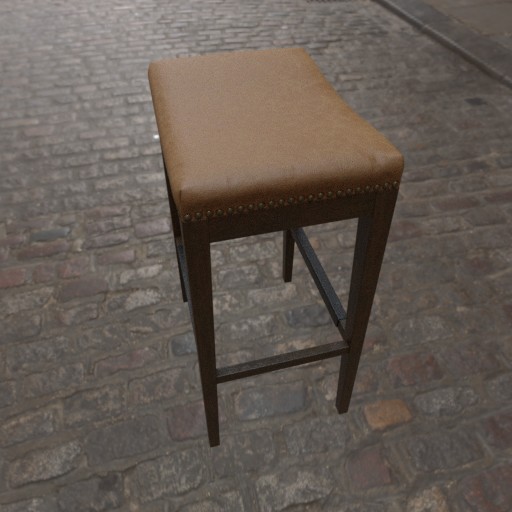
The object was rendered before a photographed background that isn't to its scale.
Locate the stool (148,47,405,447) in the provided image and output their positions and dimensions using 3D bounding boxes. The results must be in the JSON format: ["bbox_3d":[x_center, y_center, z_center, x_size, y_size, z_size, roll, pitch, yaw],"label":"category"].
[{"bbox_3d":[0.000,0.000,1.027,0.361,0.759,0.500,-10,45,-10],"label":"stool"}]
